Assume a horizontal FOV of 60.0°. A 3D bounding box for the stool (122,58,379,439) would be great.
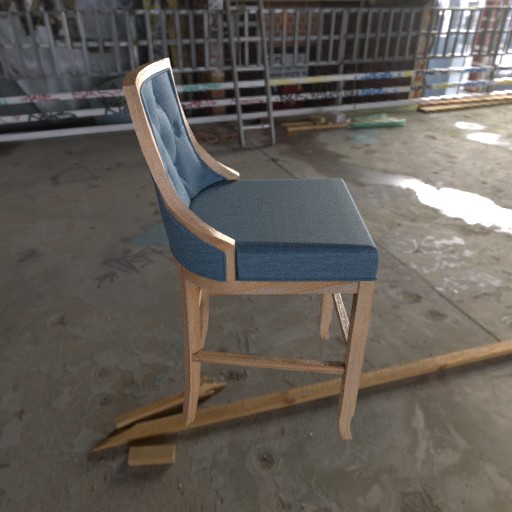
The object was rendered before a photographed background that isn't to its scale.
[{"bbox_3d":[0.000,0.000,1.399,0.626,1.101,0.524,0,31,0],"label":"stool"}]
